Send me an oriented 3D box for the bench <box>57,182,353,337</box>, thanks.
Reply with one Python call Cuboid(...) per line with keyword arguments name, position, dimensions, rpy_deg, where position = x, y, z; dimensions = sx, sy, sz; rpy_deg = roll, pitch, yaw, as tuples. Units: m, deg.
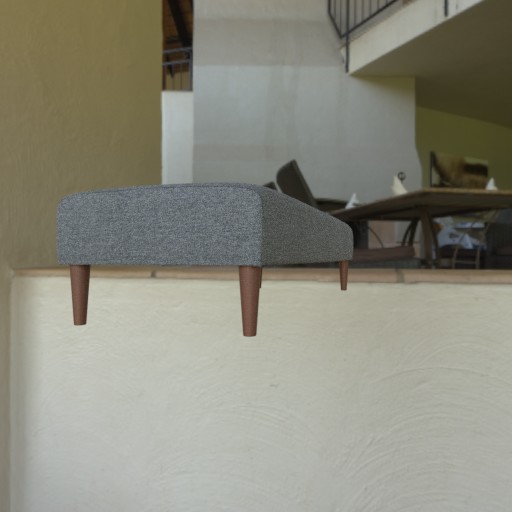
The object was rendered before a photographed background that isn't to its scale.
Cuboid(name="bench", position=(0.000, 0.000, 1.858), dimensions=(0.631, 0.384, 1.598), rpy_deg=(0, 0, 20))
